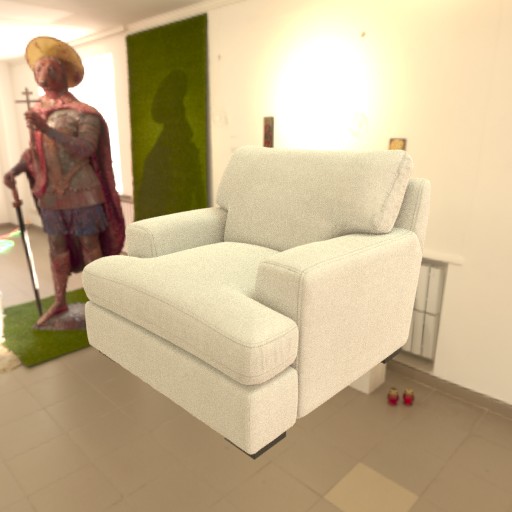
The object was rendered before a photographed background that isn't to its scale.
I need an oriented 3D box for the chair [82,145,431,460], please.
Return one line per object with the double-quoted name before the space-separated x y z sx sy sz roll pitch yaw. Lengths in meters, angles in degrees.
"chair" 0.000 0.000 1.984 1.140 0.930 1.158 15 22 42
